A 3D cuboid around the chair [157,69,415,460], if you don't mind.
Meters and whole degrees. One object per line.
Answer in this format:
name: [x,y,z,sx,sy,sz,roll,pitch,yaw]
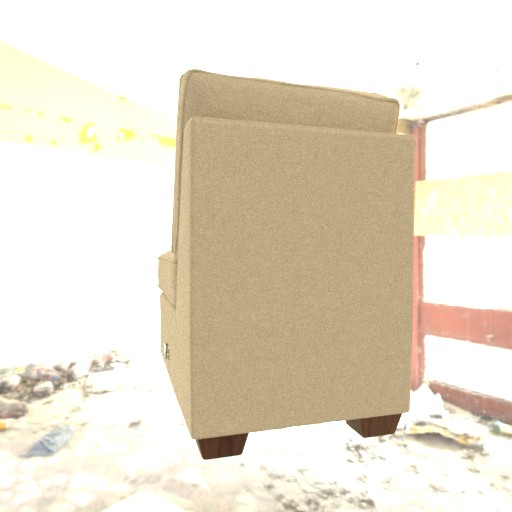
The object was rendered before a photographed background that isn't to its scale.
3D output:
chair: [0.000,0.000,1.542,0.621,0.970,0.938,0,1,-17]
